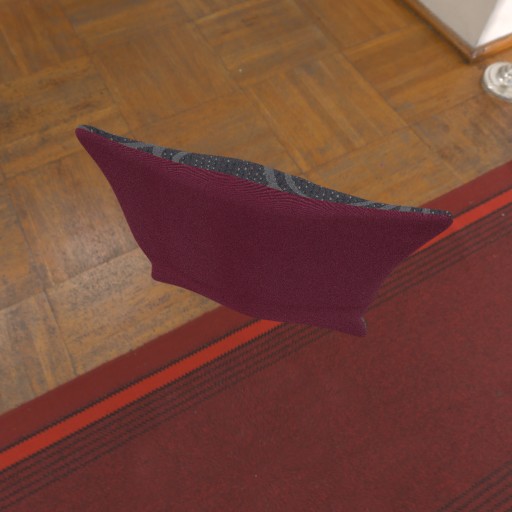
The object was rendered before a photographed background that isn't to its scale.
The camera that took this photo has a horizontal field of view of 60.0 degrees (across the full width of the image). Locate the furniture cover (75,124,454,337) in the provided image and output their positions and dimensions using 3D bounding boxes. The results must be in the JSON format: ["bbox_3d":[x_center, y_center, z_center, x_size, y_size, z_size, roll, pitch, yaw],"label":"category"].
[{"bbox_3d":[0.000,0.000,0.804,0.514,0.513,0.163,15,65,7],"label":"furniture cover"}]
